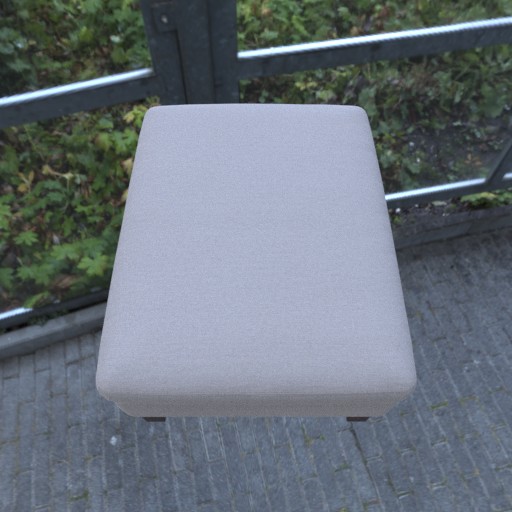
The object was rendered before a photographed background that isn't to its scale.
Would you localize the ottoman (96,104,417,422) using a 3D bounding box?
[{"bbox_3d":[0.000,0.000,1.110,0.606,0.420,0.771,0,59,0],"label":"ottoman"}]
